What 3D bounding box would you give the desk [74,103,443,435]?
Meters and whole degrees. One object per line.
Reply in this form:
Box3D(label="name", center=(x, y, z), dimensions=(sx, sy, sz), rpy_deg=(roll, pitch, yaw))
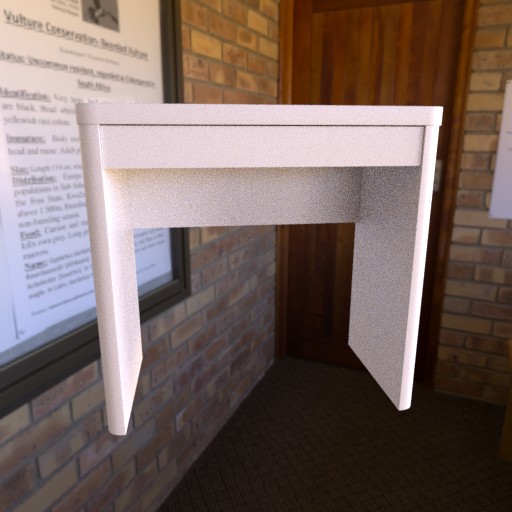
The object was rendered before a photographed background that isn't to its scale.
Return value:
Box3D(label="desk", center=(0.000, 0.000, 1.219), dimensions=(0.790, 0.760, 0.446), rpy_deg=(-2, 15, -8))
